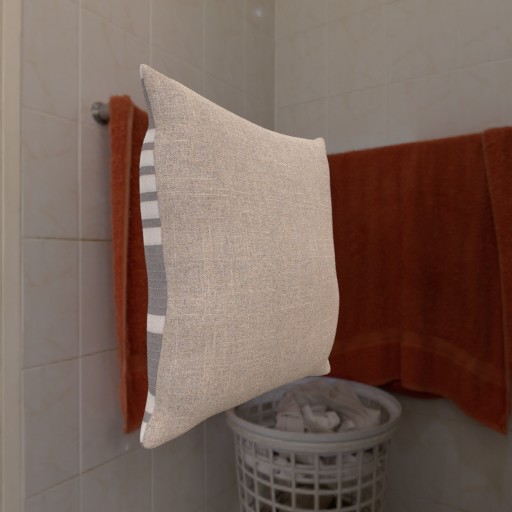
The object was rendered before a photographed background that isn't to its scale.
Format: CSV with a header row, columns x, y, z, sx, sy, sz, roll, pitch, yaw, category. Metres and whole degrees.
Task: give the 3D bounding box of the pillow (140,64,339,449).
x,y,z,sx,sy,sz,roll,pitch,yaw,category
0.000,0.000,0.665,0.182,0.440,0.439,0,0,36,pillow
